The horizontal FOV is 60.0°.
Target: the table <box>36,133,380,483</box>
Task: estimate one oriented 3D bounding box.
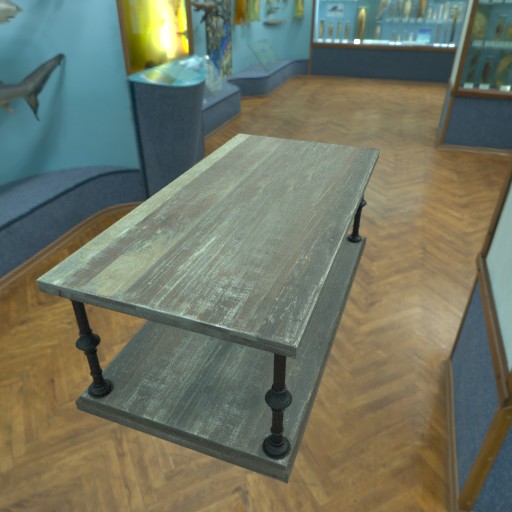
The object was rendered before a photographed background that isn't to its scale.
[{"bbox_3d":[0.000,0.000,1.363,0.554,0.399,1.088,11,34,17],"label":"table"}]
